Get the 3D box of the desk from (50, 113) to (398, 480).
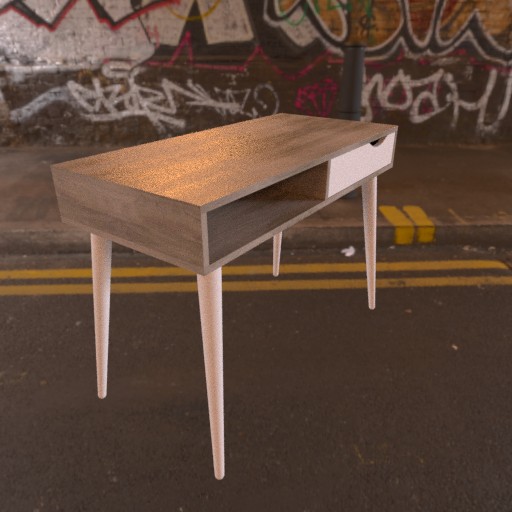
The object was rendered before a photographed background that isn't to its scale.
[{"bbox_3d":[0.000,0.000,1.419,0.491,0.723,0.979,18,31,32],"label":"desk"}]
